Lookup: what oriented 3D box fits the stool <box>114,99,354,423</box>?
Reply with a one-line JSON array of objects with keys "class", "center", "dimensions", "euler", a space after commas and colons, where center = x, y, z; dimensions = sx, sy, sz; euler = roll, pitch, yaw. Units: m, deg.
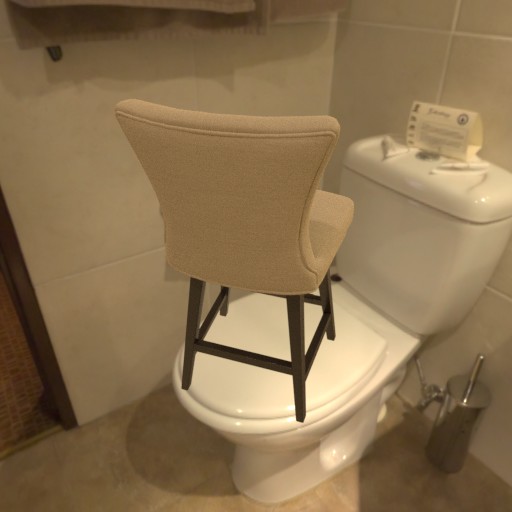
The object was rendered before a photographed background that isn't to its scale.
[{"class": "stool", "center": [0.000, 0.000, 1.373], "dimensions": [0.514, 1.000, 0.574], "euler": [10, 34, 16]}]
